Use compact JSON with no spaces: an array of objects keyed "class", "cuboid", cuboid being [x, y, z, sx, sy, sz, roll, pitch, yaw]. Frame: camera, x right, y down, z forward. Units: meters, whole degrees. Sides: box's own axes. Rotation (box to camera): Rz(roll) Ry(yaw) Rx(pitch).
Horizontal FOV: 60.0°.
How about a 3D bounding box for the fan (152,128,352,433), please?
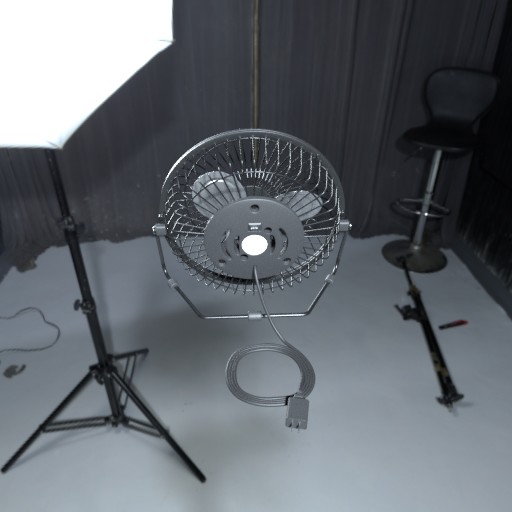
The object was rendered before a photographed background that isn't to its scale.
[{"class":"fan","cuboid":[0.000,0.000,0.385,0.209,0.188,0.227,-1,32,-2]}]
